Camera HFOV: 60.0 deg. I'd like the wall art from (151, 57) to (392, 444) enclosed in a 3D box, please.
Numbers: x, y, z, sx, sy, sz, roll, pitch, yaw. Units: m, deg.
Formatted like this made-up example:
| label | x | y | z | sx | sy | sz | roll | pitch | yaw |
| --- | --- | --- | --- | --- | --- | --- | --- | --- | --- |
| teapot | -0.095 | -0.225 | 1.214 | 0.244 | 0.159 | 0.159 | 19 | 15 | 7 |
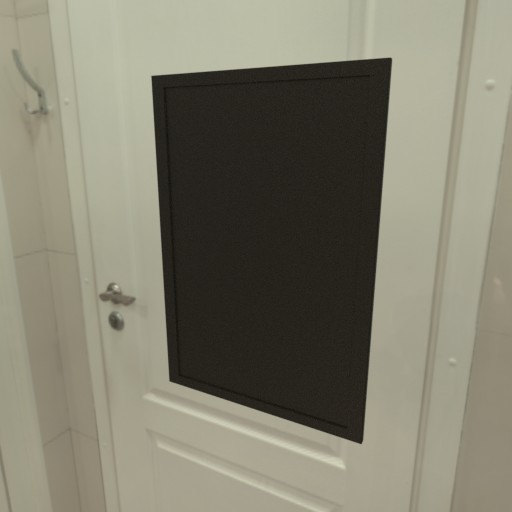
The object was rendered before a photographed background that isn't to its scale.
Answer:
| label | x | y | z | sx | sy | sz | roll | pitch | yaw |
| --- | --- | --- | --- | --- | --- | --- | --- | --- | --- |
| wall art | 0.000 | 0.000 | 0.840 | 0.451 | 0.661 | 0.012 | 8 | 18 | 27 |
